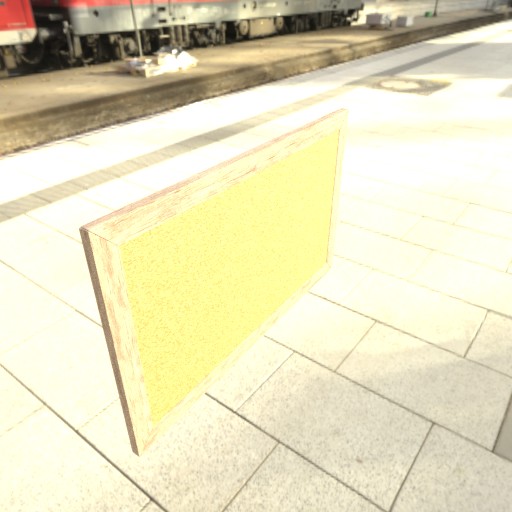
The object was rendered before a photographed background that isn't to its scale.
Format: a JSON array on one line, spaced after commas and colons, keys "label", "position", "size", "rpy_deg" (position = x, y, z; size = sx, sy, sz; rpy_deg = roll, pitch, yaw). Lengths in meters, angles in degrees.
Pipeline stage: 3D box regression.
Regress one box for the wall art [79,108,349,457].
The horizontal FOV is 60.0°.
[{"label": "wall art", "position": [0.000, 0.000, 0.973], "size": [0.021, 0.480, 0.780], "rpy_deg": [21, 37, 29]}]
